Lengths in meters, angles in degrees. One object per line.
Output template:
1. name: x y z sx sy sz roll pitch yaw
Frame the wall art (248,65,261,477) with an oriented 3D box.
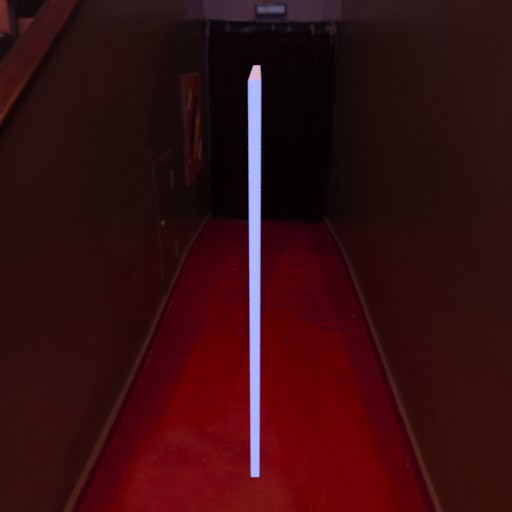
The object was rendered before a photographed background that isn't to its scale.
1. wall art: 0.000 0.000 0.623 0.011 0.482 0.329 0 25 0
